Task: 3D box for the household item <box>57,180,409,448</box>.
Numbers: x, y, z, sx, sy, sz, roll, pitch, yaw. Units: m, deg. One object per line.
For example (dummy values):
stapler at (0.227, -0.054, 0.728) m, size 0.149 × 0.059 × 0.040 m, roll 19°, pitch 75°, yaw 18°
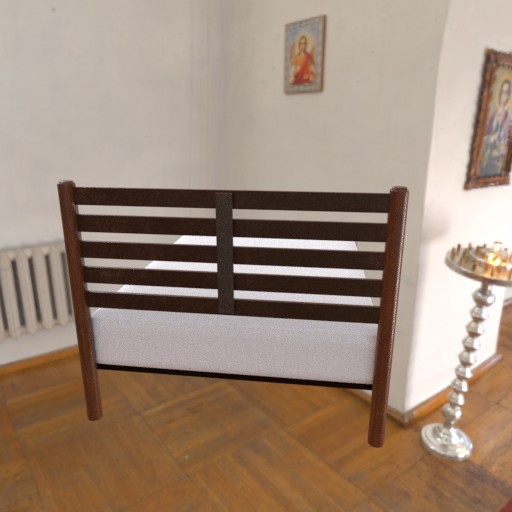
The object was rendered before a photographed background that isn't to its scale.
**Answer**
household item at (0.000, 0.000, 3.278) m, size 1.663 × 1.356 × 2.232 m, roll 2°, pitch 17°, yaw 8°
